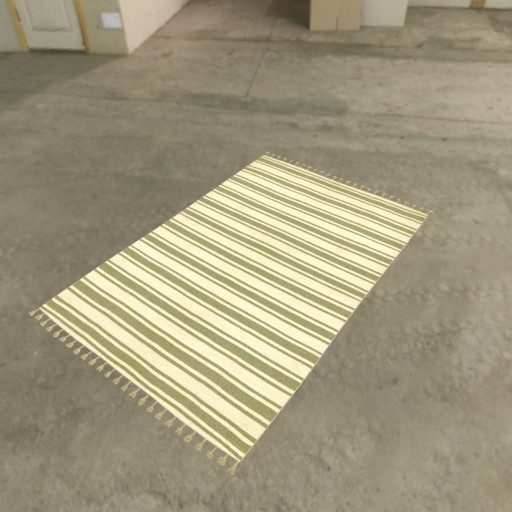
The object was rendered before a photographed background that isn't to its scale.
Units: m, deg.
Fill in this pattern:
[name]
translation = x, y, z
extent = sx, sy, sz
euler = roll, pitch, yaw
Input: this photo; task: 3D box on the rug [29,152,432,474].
[rug]
translation = 0.000, 0.000, 2.976
extent = 1.540, 0.018, 2.435
euler = 26, 48, 26
